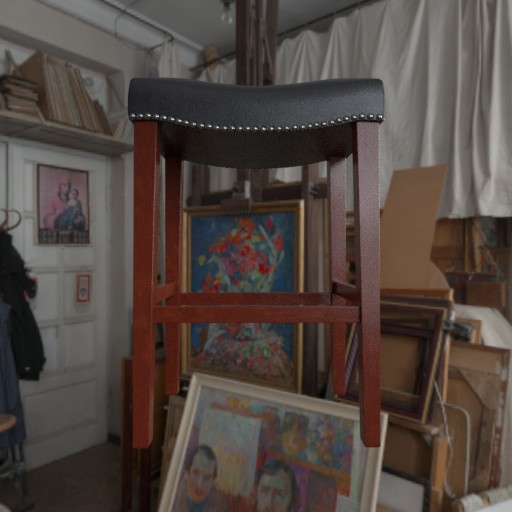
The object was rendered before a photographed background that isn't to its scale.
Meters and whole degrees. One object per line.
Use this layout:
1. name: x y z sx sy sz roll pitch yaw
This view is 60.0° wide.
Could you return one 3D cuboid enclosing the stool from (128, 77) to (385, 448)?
1. stool: 0.000 0.000 1.036 0.504 0.742 0.372 0 0 -1
